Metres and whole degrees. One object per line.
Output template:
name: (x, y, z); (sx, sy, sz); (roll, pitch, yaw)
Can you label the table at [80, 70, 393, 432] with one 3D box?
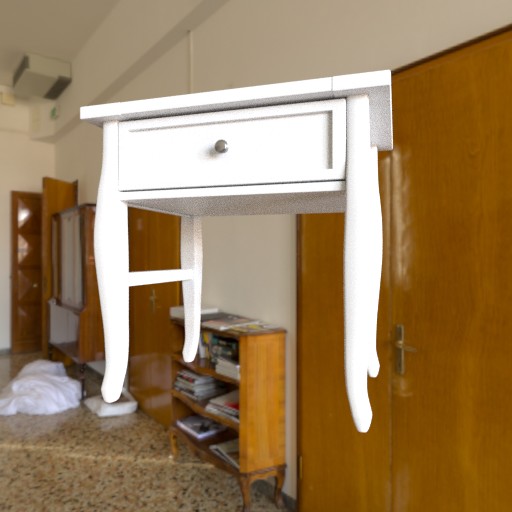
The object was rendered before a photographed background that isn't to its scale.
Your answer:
table: (0.000, 0.000, 1.023); (0.599, 0.605, 0.463); (0, 0, 18)
